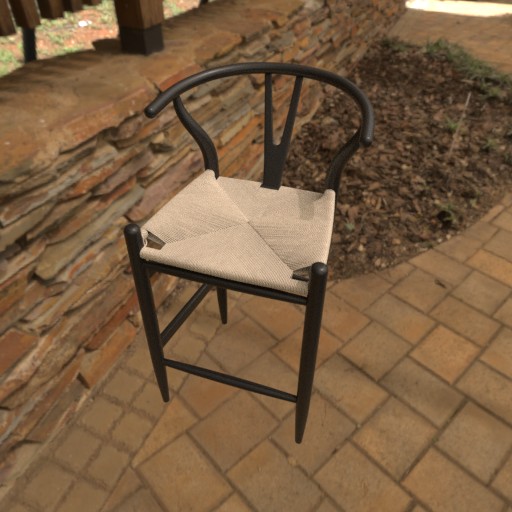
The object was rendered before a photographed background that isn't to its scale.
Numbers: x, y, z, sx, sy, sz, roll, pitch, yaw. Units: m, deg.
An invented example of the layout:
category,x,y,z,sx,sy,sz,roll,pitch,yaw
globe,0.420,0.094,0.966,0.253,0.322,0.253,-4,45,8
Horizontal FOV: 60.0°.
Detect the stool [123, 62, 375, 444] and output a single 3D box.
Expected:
category,x,y,z,sx,sy,sz,roll,pitch,yaw
stool,0.000,0.000,1.350,0.569,0.970,0.579,12,41,14
